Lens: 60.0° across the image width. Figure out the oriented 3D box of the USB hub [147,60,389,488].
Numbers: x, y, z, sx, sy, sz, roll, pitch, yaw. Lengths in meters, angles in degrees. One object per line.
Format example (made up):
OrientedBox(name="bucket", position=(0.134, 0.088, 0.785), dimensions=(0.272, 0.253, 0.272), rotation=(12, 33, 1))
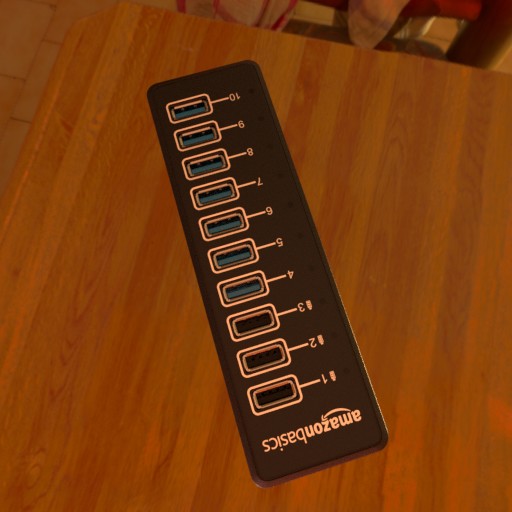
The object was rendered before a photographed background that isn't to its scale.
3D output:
OrientedBox(name="USB hub", position=(0.000, 0.000, 0.161), dimensions=(0.044, 0.023, 0.145), rotation=(-16, 77, -4))
